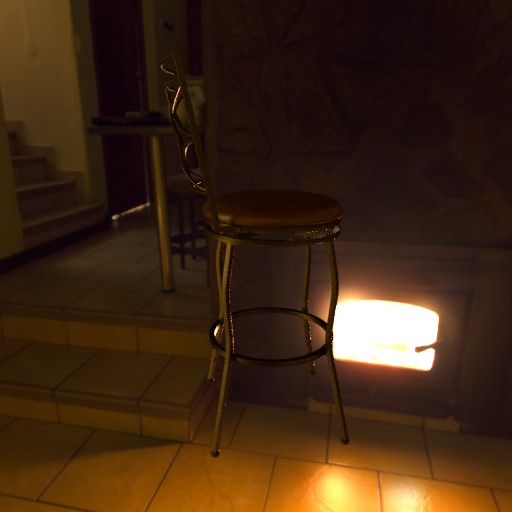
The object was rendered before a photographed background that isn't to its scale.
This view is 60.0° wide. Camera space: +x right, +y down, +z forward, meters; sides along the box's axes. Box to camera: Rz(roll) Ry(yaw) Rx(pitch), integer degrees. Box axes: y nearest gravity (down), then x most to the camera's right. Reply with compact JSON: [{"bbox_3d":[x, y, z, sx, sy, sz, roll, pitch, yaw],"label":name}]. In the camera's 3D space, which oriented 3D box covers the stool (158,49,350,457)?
[{"bbox_3d":[0.000,0.000,1.392,0.534,1.117,0.434,-2,16,-7],"label":"stool"}]
